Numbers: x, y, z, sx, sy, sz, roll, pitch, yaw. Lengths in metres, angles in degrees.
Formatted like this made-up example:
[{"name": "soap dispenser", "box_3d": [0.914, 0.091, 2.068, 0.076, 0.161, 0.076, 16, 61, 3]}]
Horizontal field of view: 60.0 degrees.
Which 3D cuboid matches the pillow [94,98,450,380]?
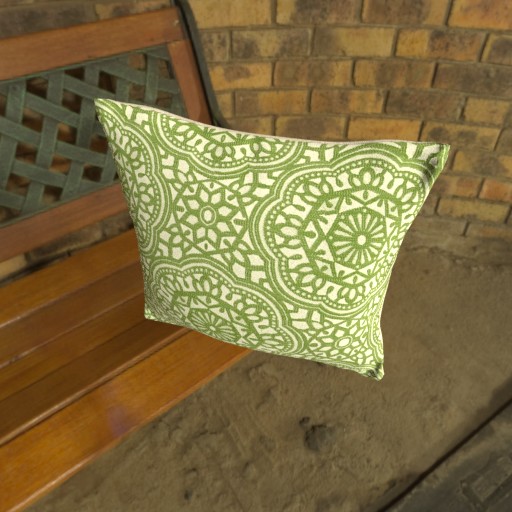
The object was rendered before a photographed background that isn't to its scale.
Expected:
[{"name": "pillow", "box_3d": [0.000, 0.000, 0.649, 0.440, 0.419, 0.162, 12, 42, 14]}]
